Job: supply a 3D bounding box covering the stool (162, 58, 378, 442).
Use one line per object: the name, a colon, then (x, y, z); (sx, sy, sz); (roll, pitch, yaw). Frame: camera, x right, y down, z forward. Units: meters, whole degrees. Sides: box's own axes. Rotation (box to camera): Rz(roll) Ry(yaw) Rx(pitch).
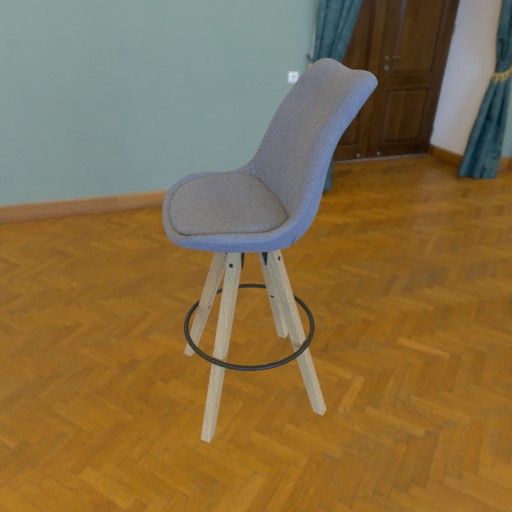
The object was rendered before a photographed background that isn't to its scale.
stool: (0.000, 0.000, 1.413); (0.550, 1.115, 0.485); (-8, 33, -13)
